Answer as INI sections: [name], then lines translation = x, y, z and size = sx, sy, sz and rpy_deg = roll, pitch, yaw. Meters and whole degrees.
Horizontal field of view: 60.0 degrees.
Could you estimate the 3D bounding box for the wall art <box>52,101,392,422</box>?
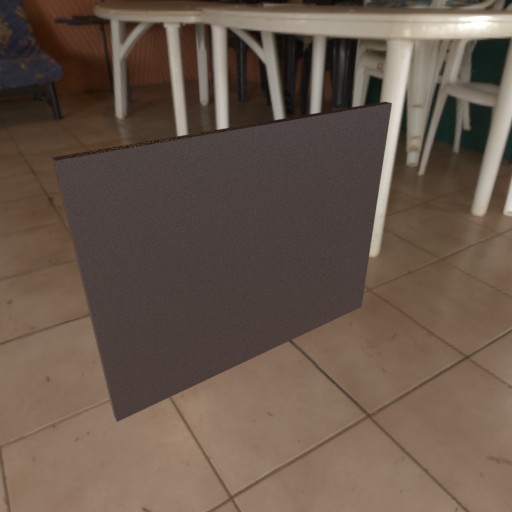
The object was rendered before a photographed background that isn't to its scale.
[wall art]
translation = 0.000, 0.000, 1.628
size = 1.207, 0.952, 0.034
rpy_deg = -19, 35, -29
